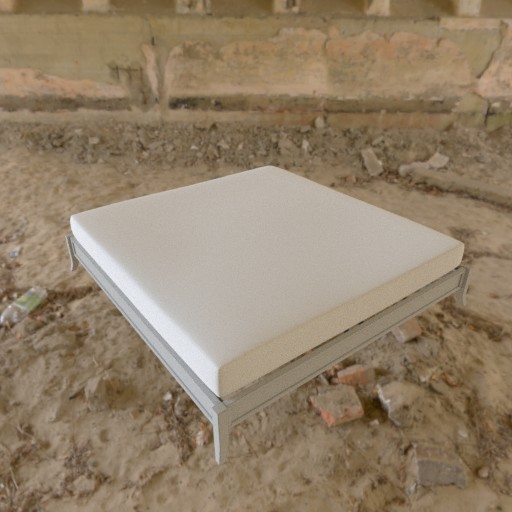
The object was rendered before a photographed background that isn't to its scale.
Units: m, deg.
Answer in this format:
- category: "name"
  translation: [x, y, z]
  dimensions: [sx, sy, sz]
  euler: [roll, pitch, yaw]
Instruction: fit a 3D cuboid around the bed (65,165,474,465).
- category: "bed"
  translation: [0.000, 0.000, 3.104]
  dimensions: [2.007, 0.510, 2.108]
  euler: [-21, 35, -32]
